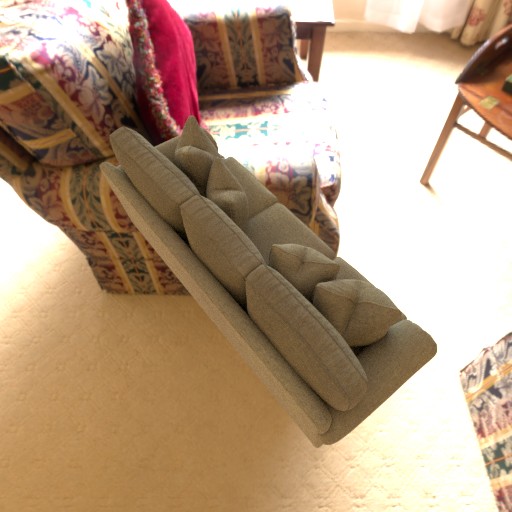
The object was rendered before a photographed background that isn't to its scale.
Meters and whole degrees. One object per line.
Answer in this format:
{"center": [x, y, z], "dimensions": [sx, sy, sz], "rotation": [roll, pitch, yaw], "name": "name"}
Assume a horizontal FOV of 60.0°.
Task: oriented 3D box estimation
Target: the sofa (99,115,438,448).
{"center": [0.000, 0.000, 2.859], "dimensions": [0.965, 0.975, 2.312], "rotation": [-33, 62, -20], "name": "sofa"}
